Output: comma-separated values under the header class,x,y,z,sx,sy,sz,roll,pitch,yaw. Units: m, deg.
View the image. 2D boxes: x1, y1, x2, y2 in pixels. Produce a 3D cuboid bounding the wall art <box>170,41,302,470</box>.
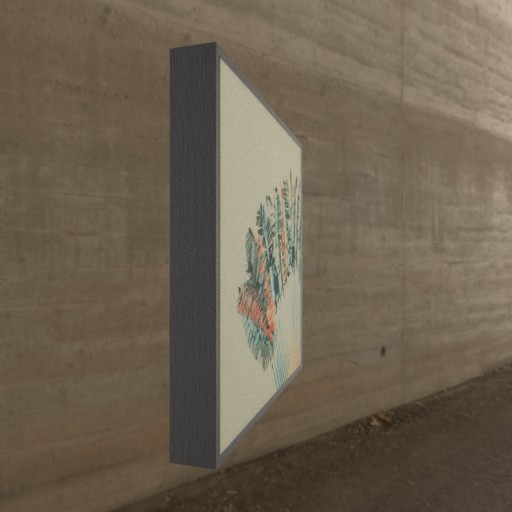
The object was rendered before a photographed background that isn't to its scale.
class,x,y,z,sx,sy,sz,roll,pitch,yaw
wall art,0.000,0.000,0.460,0.036,0.300,0.302,0,0,17
